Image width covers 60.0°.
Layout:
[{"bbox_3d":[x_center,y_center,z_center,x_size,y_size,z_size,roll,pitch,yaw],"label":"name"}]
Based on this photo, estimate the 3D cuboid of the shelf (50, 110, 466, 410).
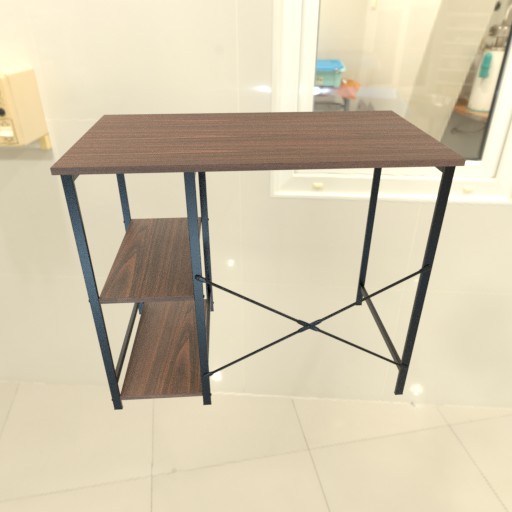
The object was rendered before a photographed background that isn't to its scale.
[{"bbox_3d":[0.000,0.000,1.360,0.902,0.750,0.498,-2,30,-3],"label":"shelf"}]
